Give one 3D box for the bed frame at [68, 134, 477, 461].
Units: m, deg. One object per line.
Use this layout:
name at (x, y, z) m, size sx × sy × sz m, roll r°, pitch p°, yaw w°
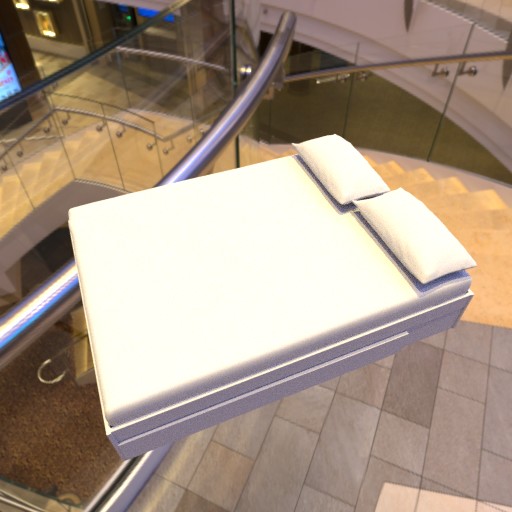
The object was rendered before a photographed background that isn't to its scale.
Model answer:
bed frame at (0.000, 0.000, 2.577) m, size 1.950 × 0.629 × 1.450 m, roll -17°, pitch 49°, yaw -15°
